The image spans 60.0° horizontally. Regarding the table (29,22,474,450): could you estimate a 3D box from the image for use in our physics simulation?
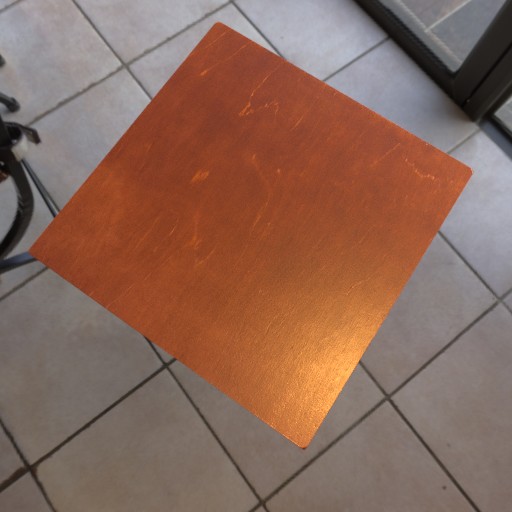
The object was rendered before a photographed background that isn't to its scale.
[{"bbox_3d":[0.000,0.000,0.839,0.427,0.520,0.427,33,79,8],"label":"table"}]
